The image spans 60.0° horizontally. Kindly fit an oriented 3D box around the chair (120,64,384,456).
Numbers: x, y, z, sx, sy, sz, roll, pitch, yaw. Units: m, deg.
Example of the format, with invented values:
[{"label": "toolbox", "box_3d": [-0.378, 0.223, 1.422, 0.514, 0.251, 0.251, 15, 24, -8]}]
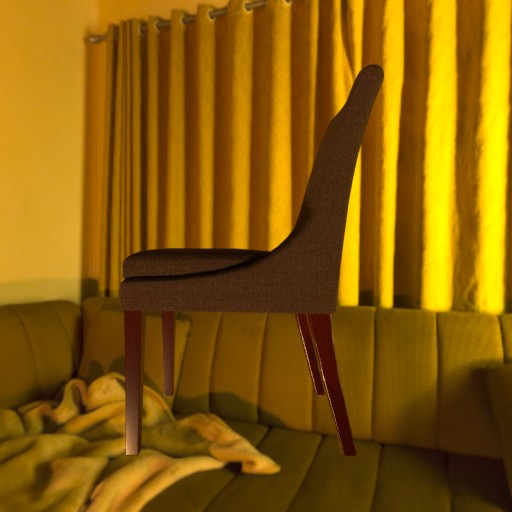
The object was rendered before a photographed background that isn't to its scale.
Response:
[{"label": "chair", "box_3d": [0.000, 0.000, 1.298, 0.655, 0.952, 0.508, 0, 0, 0]}]
